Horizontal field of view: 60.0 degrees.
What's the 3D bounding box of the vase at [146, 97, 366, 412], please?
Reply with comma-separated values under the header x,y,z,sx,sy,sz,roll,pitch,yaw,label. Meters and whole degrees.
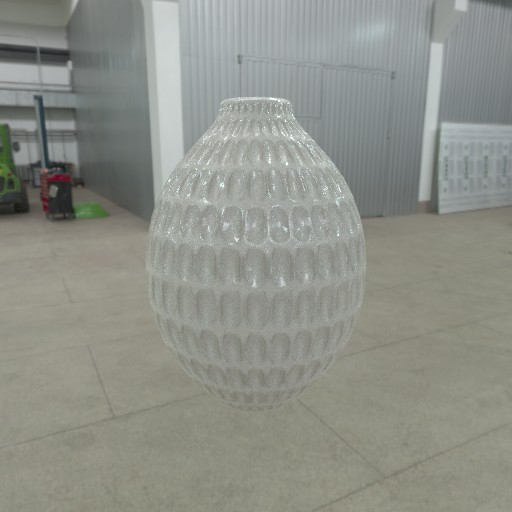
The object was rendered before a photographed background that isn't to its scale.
x,y,z,sx,sy,sz,roll,pitch,yaw,label
0.000,0.000,0.335,0.162,0.223,0.162,0,14,0,vase
